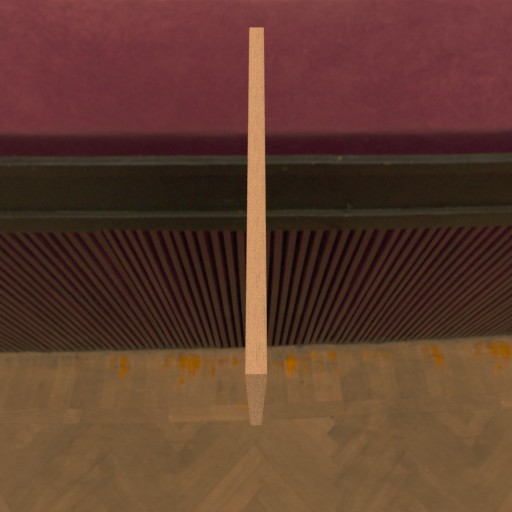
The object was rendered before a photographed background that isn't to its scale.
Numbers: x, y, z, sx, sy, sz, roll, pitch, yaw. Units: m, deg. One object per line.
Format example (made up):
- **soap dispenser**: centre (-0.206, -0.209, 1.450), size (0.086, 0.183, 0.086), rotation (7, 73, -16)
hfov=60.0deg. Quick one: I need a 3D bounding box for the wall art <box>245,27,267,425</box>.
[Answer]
- **wall art**: centre (0.000, 0.000, 1.551), size (0.045, 1.016, 1.016), rotation (0, 64, 0)
